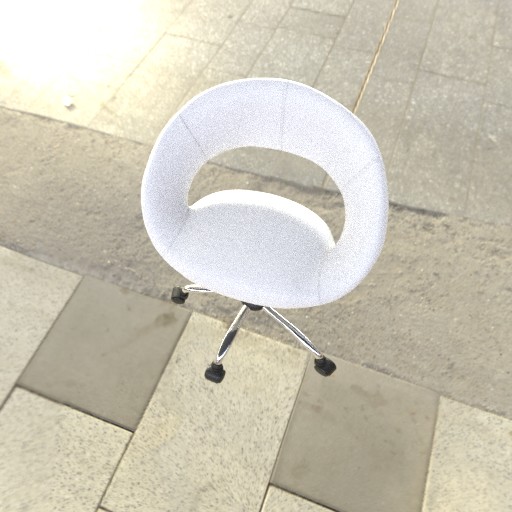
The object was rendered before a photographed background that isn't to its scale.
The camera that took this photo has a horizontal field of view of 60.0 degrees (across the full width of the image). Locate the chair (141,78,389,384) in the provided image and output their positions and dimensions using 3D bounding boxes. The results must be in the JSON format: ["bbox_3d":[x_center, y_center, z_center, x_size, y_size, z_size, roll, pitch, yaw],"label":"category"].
[{"bbox_3d":[0.000,0.000,1.201,0.612,0.791,0.538,16,60,9],"label":"chair"}]
